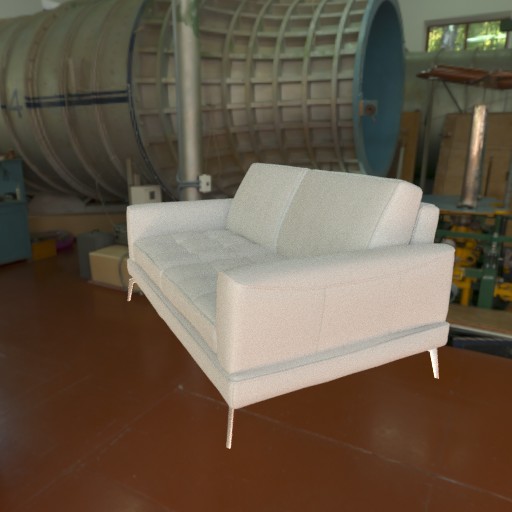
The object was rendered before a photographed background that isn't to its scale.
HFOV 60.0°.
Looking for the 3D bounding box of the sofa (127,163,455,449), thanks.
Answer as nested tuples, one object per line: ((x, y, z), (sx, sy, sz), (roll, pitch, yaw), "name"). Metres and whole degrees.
((0.000, 0.000, 2.451), (1.121, 0.930, 1.819), (-8, 17, -26), "sofa")
